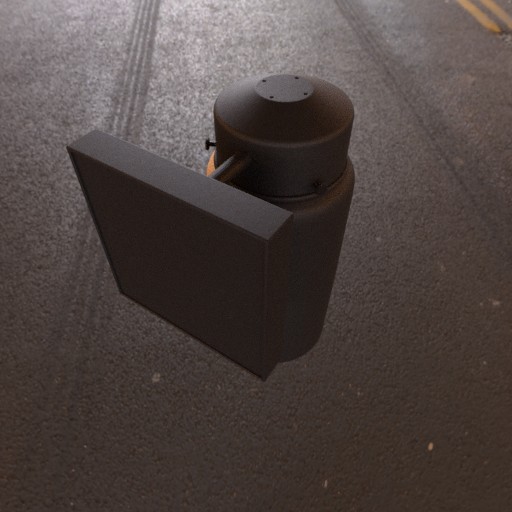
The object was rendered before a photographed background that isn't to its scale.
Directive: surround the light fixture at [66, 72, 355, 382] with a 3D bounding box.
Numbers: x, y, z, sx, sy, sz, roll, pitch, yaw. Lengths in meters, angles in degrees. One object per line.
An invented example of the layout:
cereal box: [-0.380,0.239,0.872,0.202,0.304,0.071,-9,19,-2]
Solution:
light fixture: [0.000,0.000,0.357,0.130,0.257,0.176,26,53,22]
